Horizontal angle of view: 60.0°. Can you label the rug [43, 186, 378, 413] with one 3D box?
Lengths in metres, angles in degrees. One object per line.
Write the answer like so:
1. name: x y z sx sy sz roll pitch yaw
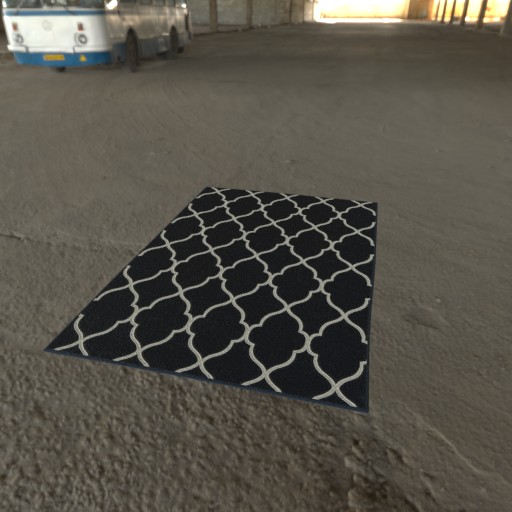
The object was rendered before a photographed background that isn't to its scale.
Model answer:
1. rug: 0.000 0.000 2.911 1.526 0.014 2.290 7 30 12
